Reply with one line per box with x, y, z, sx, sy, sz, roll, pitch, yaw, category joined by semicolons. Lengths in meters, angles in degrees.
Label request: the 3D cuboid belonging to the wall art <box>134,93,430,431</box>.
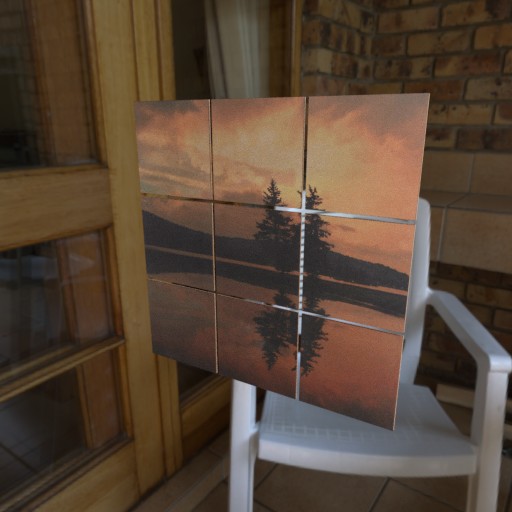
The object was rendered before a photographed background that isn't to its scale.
0.000;0.000;2.269;1.520;1.525;0.013;9;19;28;wall art
